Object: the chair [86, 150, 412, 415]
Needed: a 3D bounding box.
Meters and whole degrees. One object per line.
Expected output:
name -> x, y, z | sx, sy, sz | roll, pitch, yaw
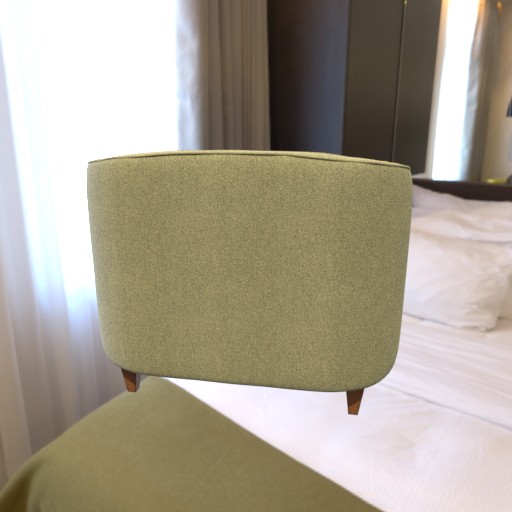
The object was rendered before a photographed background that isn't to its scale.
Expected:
chair -> 0.000, 0.000, 1.769 | 1.094, 0.852, 0.945 | 3, 16, 9
